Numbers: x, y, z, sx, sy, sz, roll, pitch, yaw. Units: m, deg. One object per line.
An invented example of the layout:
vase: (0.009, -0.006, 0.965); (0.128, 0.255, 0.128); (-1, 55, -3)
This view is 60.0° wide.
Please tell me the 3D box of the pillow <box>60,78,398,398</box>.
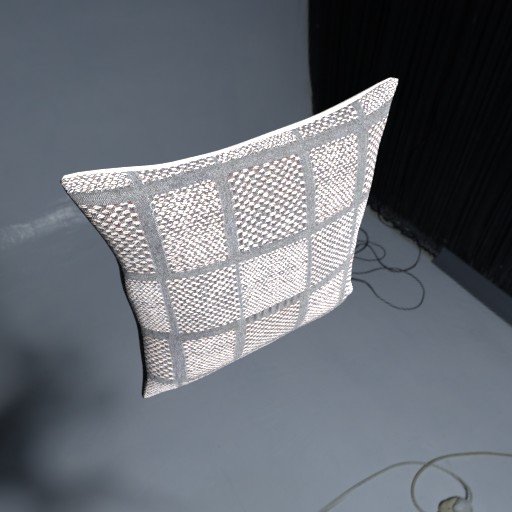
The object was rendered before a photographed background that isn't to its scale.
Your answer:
pillow: (0.000, 0.000, 0.649); (0.435, 0.432, 0.138); (-23, 50, -21)
